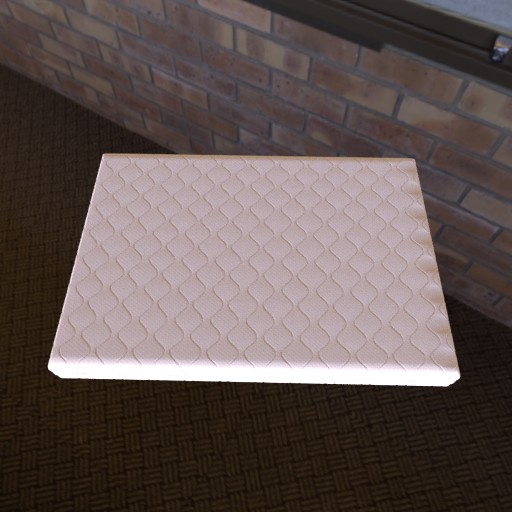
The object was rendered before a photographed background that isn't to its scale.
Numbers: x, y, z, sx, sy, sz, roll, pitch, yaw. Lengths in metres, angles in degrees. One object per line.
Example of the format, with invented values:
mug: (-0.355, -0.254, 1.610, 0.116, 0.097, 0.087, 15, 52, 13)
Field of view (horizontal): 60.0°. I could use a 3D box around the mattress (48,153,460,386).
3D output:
mattress: (0.000, 0.000, 2.544, 2.000, 0.200, 1.400, 1, 60, 1)
